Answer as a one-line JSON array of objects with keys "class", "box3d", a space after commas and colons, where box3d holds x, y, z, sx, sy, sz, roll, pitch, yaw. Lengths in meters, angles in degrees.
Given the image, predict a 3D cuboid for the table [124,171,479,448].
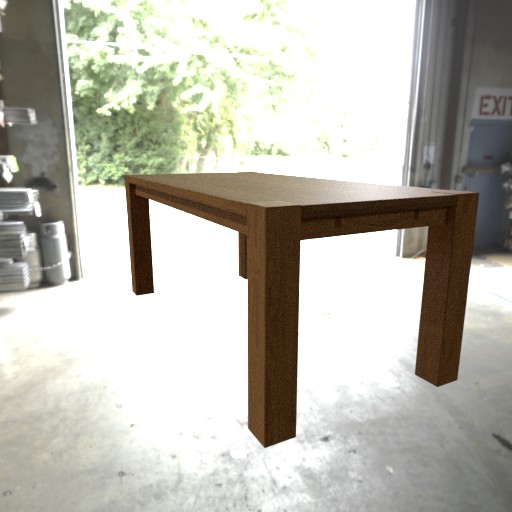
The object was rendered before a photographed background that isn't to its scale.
[{"class": "table", "box3d": [0.000, 0.000, 2.281, 0.900, 0.760, 1.800, -7, 15, -27]}]
